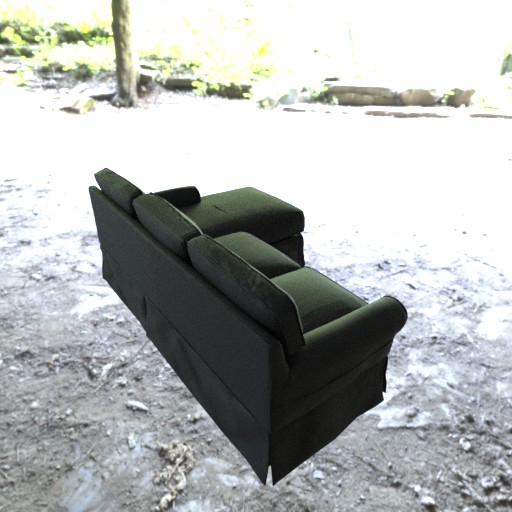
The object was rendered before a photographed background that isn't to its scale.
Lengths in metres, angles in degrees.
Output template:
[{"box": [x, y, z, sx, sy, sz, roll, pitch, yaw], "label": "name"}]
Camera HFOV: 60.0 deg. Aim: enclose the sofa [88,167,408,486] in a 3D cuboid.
[{"box": [0.000, 0.000, 3.241, 1.637, 1.039, 2.518, -18, 33, -31], "label": "sofa"}]
